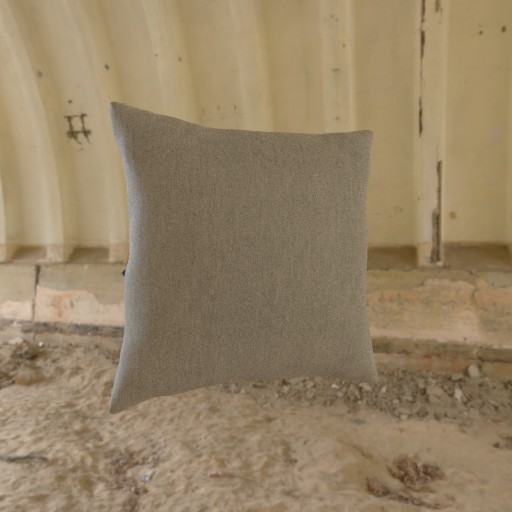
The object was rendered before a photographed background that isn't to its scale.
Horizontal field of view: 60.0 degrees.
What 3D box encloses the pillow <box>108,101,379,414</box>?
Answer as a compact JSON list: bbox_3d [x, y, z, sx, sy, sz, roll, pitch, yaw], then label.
[{"bbox_3d":[0.000,0.000,0.687,0.433,0.436,0.173,0,-1,-19],"label":"pillow"}]
